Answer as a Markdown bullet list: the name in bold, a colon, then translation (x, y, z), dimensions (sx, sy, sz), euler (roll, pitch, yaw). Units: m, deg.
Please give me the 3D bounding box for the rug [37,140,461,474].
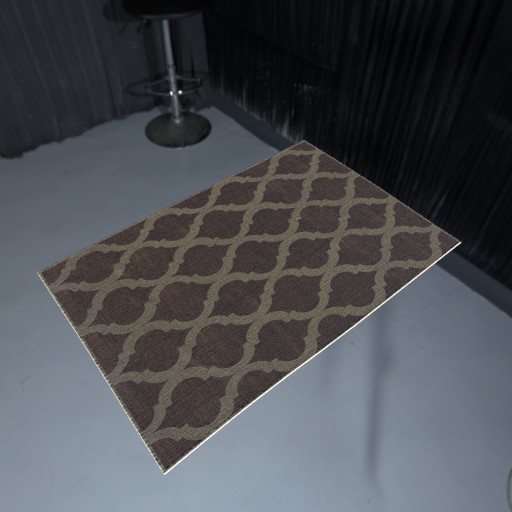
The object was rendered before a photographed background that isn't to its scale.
- **rug**: translation (0.000, 0.000, 2.847), dimensions (2.284, 0.008, 1.522), euler (-31, 55, -25)
